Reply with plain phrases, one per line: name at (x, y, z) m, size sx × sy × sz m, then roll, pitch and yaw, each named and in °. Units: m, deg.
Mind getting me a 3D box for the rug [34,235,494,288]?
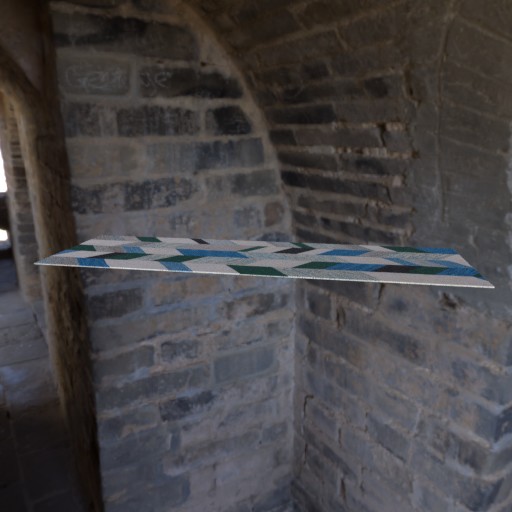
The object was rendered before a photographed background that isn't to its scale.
rug at (0.000, 0.000, 2.673) m, size 2.437 × 0.008 × 0.774 m, roll 3°, pitch 15°, yaw 9°
